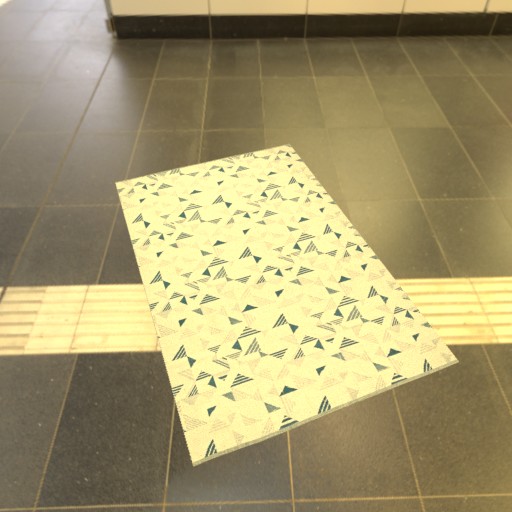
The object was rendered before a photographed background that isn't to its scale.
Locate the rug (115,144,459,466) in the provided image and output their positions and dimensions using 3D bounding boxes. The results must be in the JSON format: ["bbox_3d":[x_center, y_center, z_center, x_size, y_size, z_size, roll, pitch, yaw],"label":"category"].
[{"bbox_3d":[0.000,0.000,2.374,1.206,0.003,1.835,-16,49,-14],"label":"rug"}]
